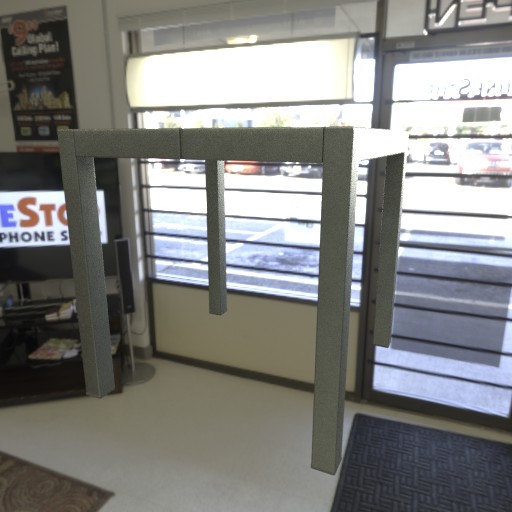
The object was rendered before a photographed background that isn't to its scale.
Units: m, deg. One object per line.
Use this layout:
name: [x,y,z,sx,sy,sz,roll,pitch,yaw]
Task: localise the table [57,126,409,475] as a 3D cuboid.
table: [0.000,0.000,0.931,0.508,0.508,0.508,7,17,25]
